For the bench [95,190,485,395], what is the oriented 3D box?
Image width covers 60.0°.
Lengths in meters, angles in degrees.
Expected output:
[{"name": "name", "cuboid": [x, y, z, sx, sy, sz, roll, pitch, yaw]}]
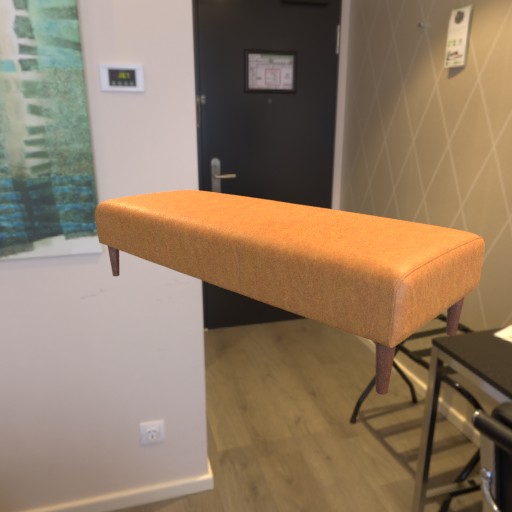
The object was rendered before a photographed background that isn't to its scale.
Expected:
[{"name": "bench", "cuboid": [0.000, 0.000, 1.876, 1.610, 0.399, 0.653, 15, 22, 42]}]
